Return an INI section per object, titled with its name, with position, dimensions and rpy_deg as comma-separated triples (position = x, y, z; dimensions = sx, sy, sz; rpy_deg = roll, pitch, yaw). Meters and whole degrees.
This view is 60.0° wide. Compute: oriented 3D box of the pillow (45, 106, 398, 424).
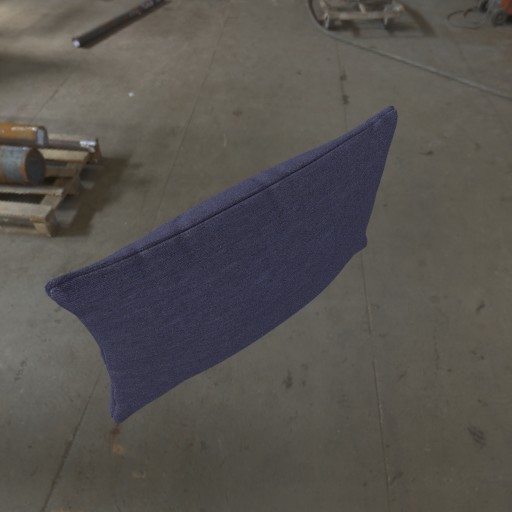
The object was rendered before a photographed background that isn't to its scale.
[pillow]
position = 0.000, 0.000, 0.752
dimensions = 0.633, 0.338, 0.210
rpy_deg = -32, 54, -27
